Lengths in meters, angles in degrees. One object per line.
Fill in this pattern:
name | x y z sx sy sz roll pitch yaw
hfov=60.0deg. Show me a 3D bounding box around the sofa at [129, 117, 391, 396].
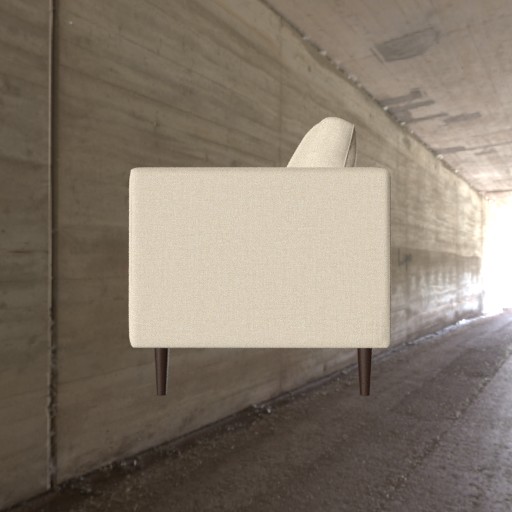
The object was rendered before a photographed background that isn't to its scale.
sofa | 0.000 0.000 1.986 0.796 0.908 1.430 0 -1 0
